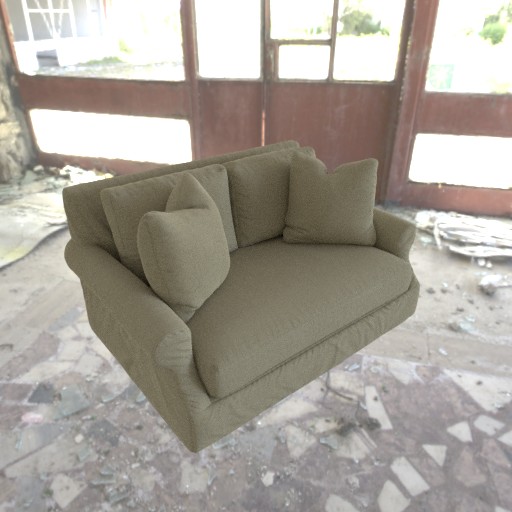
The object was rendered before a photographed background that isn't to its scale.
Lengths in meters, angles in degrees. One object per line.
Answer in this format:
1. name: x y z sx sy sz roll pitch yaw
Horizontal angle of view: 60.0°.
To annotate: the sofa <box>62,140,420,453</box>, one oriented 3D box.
1. sofa: 0.000 0.000 2.202 1.550 0.905 1.070 -21 35 -34
